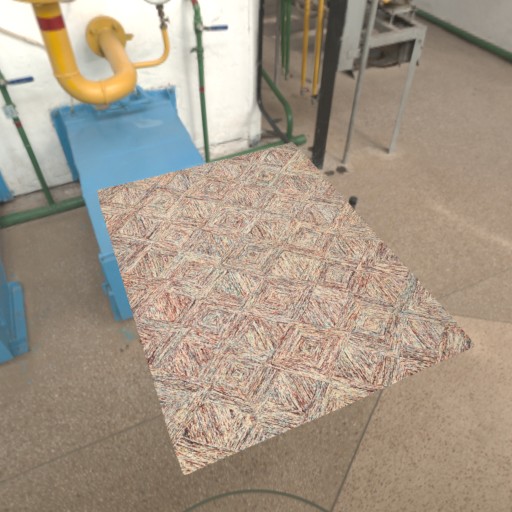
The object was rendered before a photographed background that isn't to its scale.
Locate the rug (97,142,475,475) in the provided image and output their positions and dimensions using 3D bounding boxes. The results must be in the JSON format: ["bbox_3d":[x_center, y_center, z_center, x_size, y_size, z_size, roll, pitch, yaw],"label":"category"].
[{"bbox_3d":[0.000,0.000,4.186,2.436,0.024,3.226,-18,49,-16],"label":"rug"}]
